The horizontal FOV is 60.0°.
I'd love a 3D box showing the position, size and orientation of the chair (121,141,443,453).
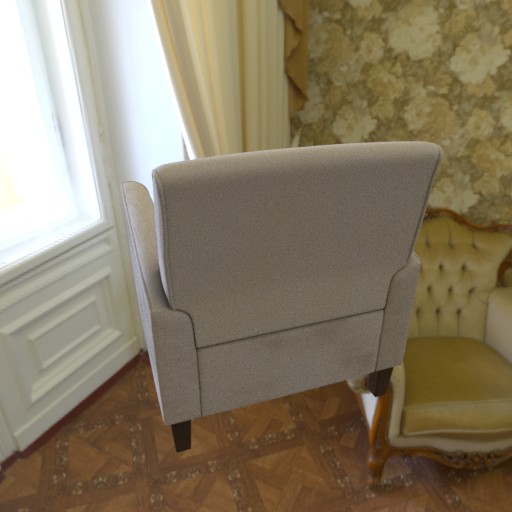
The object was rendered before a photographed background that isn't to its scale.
[{"bbox_3d":[0.000,0.000,1.547,0.820,0.915,0.821,-9,28,-17],"label":"chair"}]
